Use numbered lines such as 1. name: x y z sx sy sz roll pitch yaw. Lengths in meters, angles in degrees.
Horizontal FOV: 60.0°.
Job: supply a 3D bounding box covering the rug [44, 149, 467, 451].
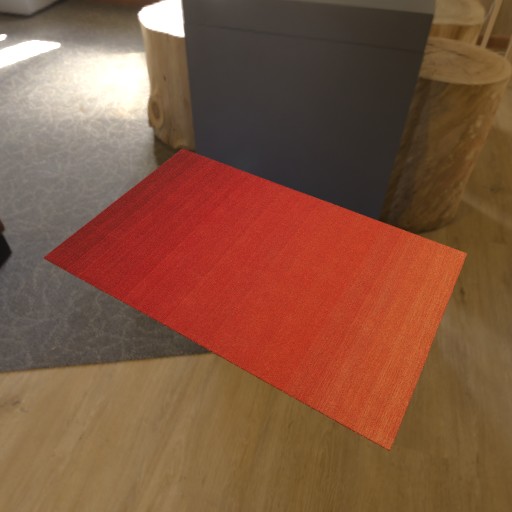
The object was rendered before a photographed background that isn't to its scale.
1. rug: 0.000 0.000 3.009 2.442 0.010 1.531 24 51 21
